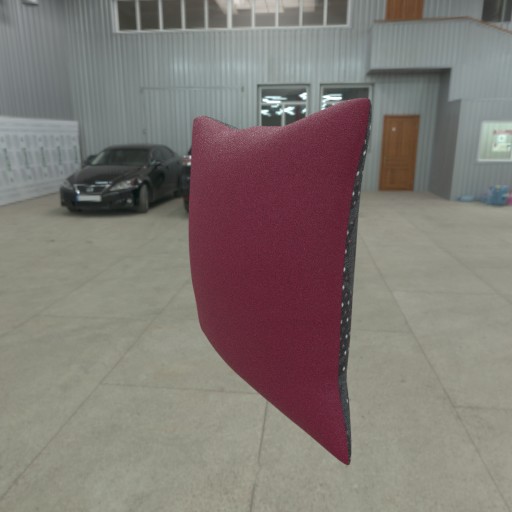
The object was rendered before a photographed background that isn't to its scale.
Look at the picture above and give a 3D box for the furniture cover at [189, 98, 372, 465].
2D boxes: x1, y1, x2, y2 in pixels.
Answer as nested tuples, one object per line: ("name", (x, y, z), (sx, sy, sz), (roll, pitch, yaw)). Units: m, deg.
("furniture cover", (0.000, 0.000, 0.810), (0.193, 0.509, 0.552), (-8, 17, -28))
